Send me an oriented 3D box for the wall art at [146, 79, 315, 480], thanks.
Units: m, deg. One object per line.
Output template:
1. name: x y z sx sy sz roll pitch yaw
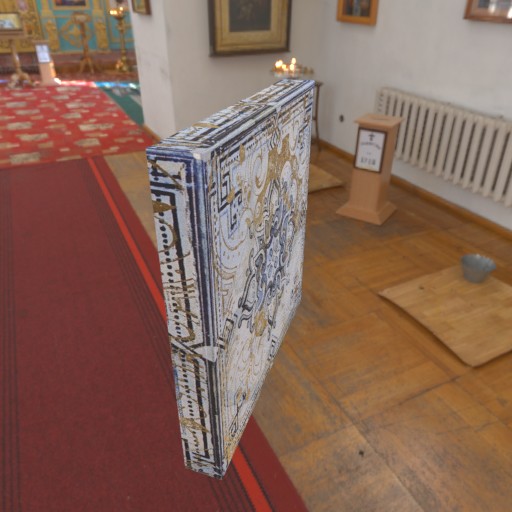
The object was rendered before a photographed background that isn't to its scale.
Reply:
1. wall art: 0.000 0.000 0.462 0.038 0.306 0.302 10 31 16
